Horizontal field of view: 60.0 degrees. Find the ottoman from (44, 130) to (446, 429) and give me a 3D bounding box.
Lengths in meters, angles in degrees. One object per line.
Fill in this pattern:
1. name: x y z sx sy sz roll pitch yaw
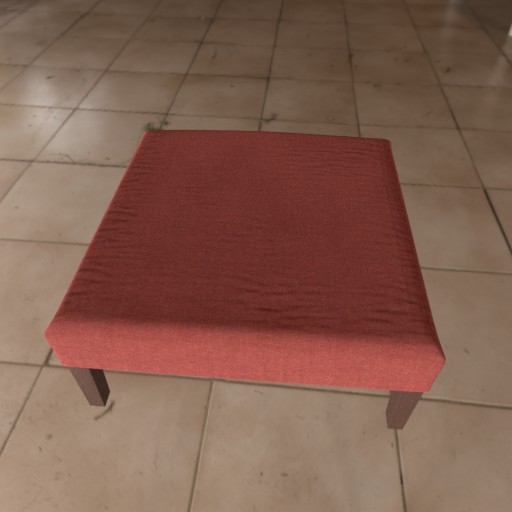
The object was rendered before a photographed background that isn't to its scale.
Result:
1. ottoman: 0.000 0.000 1.388 0.890 0.411 0.889 3 46 3
